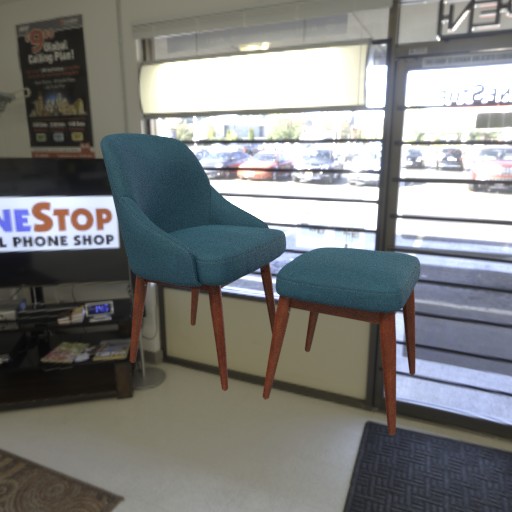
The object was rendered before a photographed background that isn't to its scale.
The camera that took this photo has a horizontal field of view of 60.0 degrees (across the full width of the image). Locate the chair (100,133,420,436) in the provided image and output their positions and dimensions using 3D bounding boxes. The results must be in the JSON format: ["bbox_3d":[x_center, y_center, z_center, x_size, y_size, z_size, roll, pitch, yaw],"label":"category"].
[{"bbox_3d":[0.000,0.000,1.603,1.114,0.866,0.584,7,16,26],"label":"chair"}]
